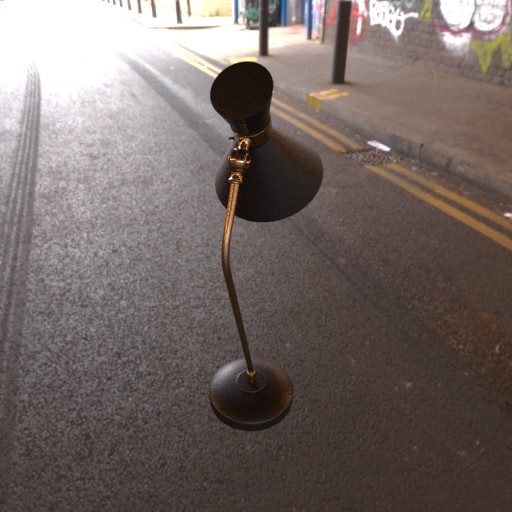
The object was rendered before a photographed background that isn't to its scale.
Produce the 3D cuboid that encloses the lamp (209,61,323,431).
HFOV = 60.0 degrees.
[{"bbox_3d":[0.000,0.000,0.777,0.189,0.647,0.292,10,33,15],"label":"lamp"}]
